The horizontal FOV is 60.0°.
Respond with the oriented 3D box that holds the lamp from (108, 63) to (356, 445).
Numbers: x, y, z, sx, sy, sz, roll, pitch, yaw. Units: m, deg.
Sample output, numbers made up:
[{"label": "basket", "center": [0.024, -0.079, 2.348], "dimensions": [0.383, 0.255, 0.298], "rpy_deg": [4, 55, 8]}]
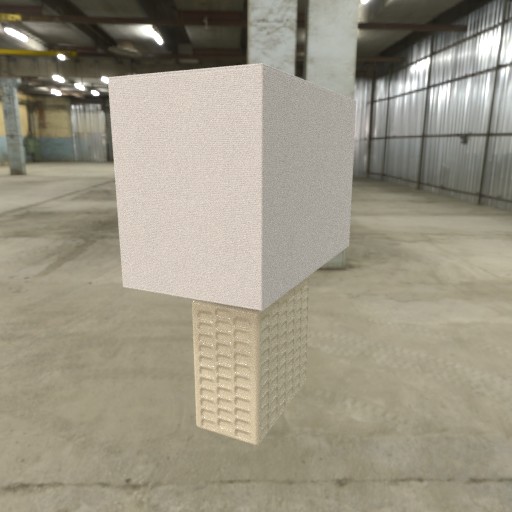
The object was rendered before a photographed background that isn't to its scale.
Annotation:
[{"label": "lamp", "center": [0.000, 0.000, 0.695], "dimensions": [0.200, 0.515, 0.380], "rpy_deg": [6, 15, 25]}]
